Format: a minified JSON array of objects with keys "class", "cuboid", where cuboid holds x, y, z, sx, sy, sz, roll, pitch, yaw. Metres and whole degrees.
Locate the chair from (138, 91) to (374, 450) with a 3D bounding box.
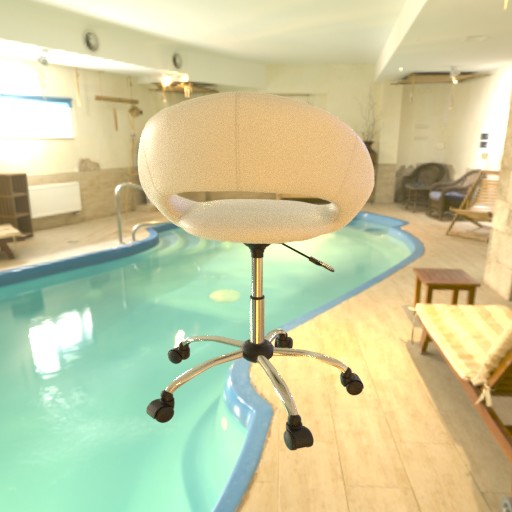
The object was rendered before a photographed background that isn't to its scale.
[{"class":"chair","cuboid":[0.000,0.000,1.189,0.612,0.791,0.538,2,15,9]}]
